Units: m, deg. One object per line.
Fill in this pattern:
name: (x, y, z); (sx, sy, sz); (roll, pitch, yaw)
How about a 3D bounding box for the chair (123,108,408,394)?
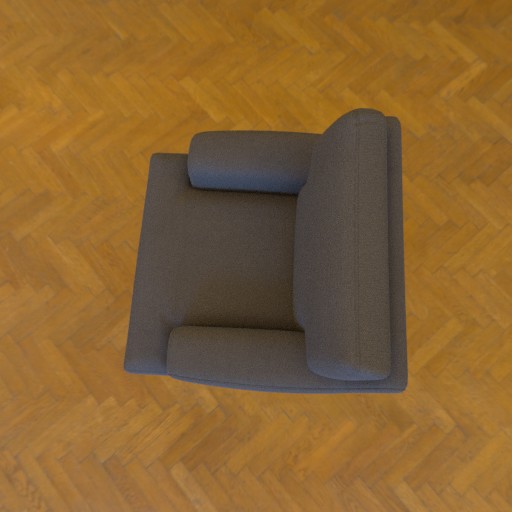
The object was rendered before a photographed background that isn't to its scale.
chair: (0.000, 0.000, 2.001); (1.143, 0.940, 1.168); (3, 76, 1)
